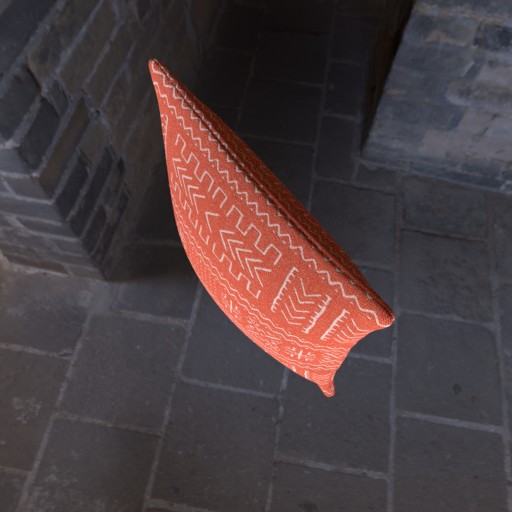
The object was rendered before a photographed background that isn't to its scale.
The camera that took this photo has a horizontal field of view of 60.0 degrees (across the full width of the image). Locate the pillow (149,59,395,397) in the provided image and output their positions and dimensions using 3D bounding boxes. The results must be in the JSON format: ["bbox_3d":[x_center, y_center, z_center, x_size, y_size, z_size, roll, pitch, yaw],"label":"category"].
[{"bbox_3d":[0.000,0.000,0.671,0.164,0.429,0.438,-34,69,-16],"label":"pillow"}]
